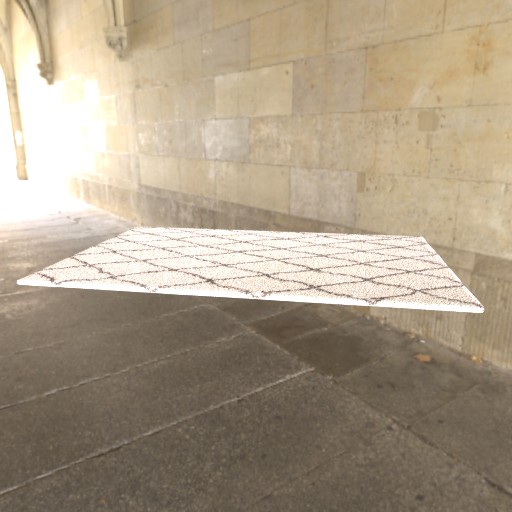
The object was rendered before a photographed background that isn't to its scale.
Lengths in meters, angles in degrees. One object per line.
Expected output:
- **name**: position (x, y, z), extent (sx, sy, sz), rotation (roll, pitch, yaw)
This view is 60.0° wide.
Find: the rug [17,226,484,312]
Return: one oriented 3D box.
- **rug**: position (0.000, 0.000, 3.386), extent (2.743, 0.030, 1.778), rotation (3, 15, 10)
